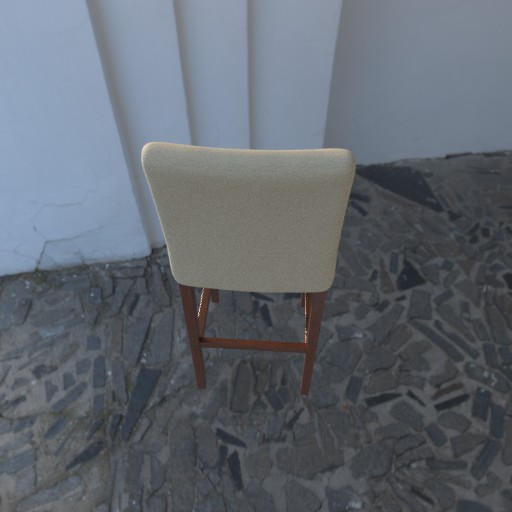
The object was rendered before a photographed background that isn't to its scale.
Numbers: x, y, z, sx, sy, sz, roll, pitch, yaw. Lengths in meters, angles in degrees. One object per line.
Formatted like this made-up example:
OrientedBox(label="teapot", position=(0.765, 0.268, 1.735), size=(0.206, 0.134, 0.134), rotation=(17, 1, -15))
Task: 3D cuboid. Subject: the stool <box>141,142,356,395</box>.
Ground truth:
OrientedBox(label="stool", position=(0.000, 0.000, 1.397), size=(0.470, 1.078, 0.577), rotation=(3, 46, 3))
